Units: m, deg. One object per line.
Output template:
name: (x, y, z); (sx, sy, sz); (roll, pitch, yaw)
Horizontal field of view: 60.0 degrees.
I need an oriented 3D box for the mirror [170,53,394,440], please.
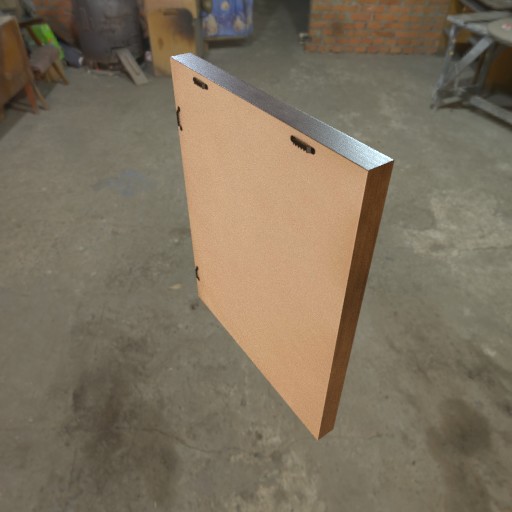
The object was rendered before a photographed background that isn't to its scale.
mirror: (0.000, 0.000, 0.704); (0.041, 0.509, 0.406); (-24, 46, -25)
